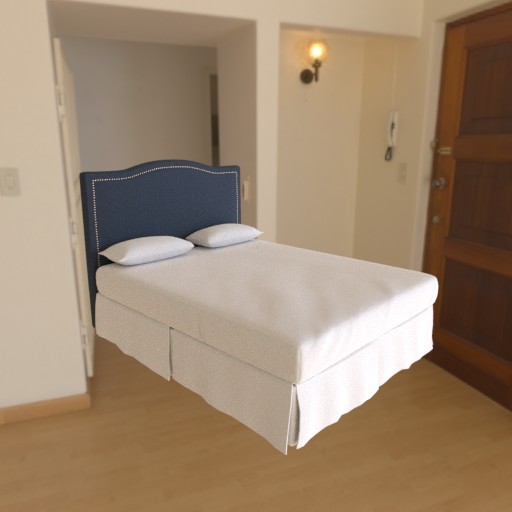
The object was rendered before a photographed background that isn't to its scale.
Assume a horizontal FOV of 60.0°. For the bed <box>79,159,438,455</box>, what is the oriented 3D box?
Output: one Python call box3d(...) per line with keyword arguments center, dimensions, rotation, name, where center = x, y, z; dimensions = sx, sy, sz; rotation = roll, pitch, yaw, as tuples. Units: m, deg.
box3d(center=(0.000, 0.000, 3.483), dimensions=(2.282, 1.436, 1.821), rotation=(13, 19, 42), name="bed")
